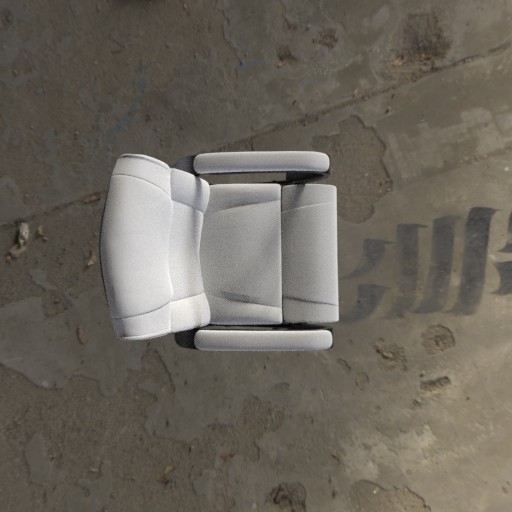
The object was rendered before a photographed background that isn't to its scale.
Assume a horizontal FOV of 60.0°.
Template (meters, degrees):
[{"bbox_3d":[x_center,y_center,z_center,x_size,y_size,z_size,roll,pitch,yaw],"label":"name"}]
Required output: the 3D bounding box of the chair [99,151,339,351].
[{"bbox_3d":[0.000,0.000,1.498,0.717,1.004,0.739,0,88,1],"label":"chair"}]
